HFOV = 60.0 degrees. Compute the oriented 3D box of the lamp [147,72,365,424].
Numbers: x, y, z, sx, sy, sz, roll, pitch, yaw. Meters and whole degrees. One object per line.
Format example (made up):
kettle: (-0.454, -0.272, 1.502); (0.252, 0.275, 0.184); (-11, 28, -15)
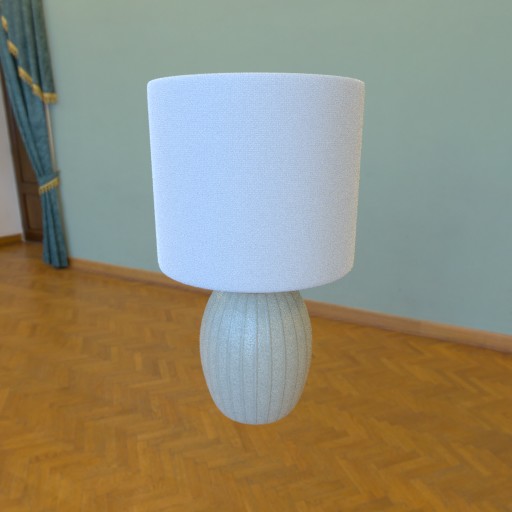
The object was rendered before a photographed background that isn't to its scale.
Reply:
lamp: (0.000, 0.000, 0.760); (0.329, 0.570, 0.329); (7, 18, 24)
